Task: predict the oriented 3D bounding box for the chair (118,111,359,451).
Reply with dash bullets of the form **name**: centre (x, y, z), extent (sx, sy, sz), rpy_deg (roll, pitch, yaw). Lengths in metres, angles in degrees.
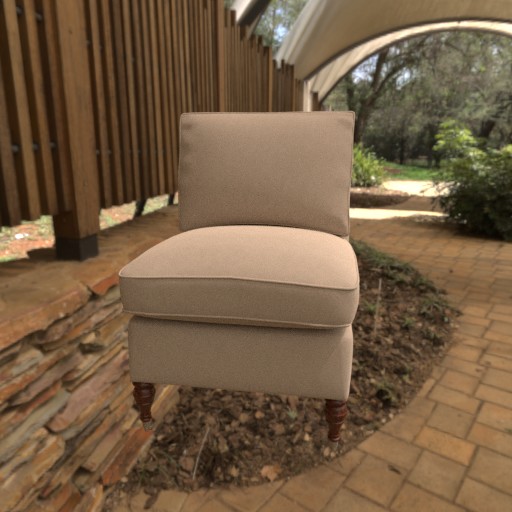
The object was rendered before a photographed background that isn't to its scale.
- **chair**: centre (0.000, 0.000, 1.659), extent (0.724, 1.052, 0.912), rpy_deg (2, 15, 9)
